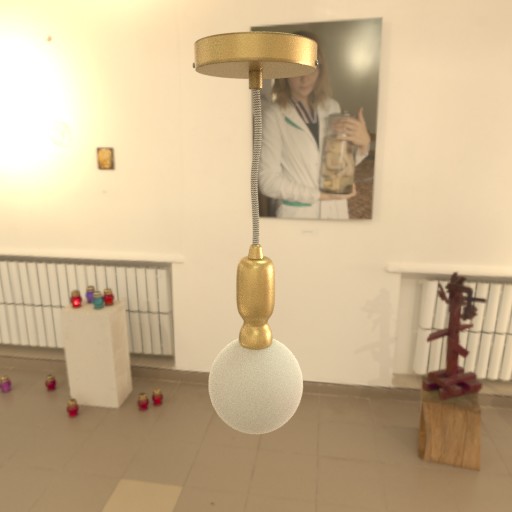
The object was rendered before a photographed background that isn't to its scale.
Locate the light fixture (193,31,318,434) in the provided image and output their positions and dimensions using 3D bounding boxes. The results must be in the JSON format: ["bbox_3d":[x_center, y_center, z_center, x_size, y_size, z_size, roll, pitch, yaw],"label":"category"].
[{"bbox_3d":[0.000,0.000,0.585,0.147,0.510,0.146,2,15,8],"label":"light fixture"}]
